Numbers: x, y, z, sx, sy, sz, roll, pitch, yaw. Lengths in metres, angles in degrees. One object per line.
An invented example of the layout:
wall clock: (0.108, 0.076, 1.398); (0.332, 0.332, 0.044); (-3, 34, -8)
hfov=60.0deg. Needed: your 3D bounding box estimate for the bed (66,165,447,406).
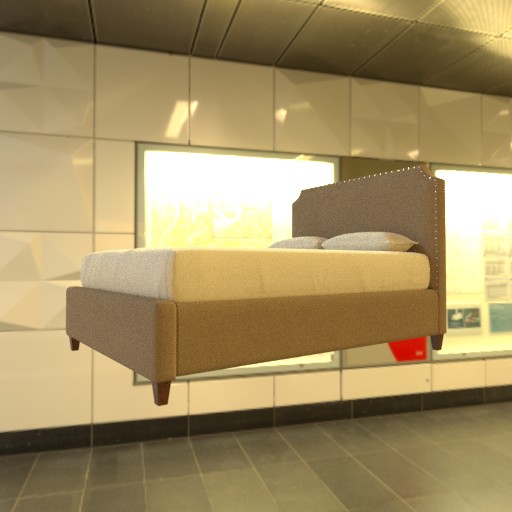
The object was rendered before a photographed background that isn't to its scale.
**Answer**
bed: (0.000, 0.000, 3.348); (2.329, 1.415, 1.703); (1, -1, -36)
